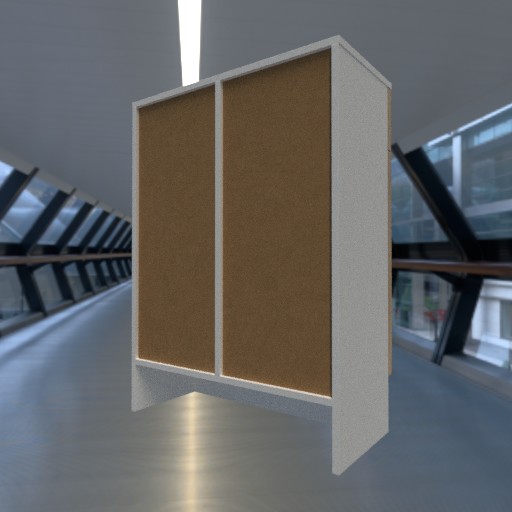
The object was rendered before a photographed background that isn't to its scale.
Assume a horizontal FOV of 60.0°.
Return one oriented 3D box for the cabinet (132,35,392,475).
[{"bbox_3d":[0.000,0.000,1.115,0.600,0.815,0.296,0,-1,36],"label":"cabinet"}]
